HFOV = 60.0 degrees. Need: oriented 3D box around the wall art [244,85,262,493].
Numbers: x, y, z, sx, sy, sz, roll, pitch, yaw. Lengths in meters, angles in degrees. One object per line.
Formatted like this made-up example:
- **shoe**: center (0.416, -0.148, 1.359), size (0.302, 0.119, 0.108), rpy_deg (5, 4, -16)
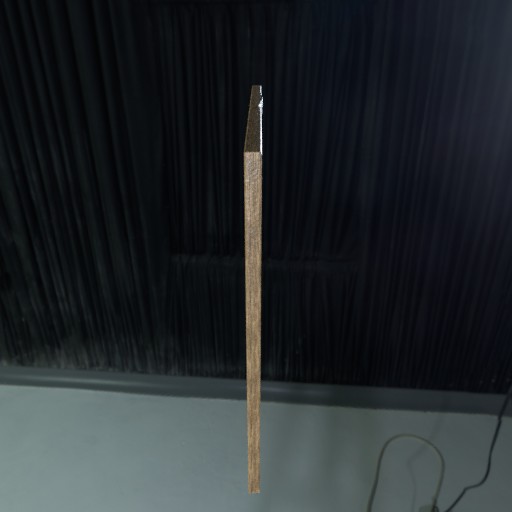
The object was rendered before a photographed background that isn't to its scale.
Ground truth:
- **wall art**: center (0.000, 0.000, 0.837), size (0.021, 0.582, 0.561), rpy_deg (0, 28, 0)
